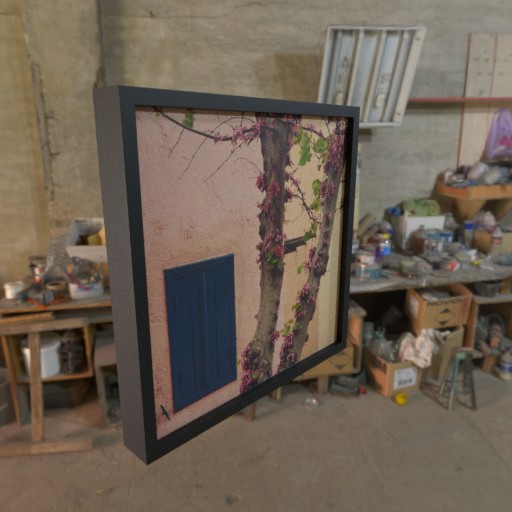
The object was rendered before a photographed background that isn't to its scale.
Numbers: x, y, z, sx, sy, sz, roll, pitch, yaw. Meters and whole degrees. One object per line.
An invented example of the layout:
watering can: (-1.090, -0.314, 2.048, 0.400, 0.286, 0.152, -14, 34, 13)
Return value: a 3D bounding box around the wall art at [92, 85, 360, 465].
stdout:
wall art: (0.000, 0.000, 0.456, 0.038, 0.304, 0.305, 14, 20, 42)
